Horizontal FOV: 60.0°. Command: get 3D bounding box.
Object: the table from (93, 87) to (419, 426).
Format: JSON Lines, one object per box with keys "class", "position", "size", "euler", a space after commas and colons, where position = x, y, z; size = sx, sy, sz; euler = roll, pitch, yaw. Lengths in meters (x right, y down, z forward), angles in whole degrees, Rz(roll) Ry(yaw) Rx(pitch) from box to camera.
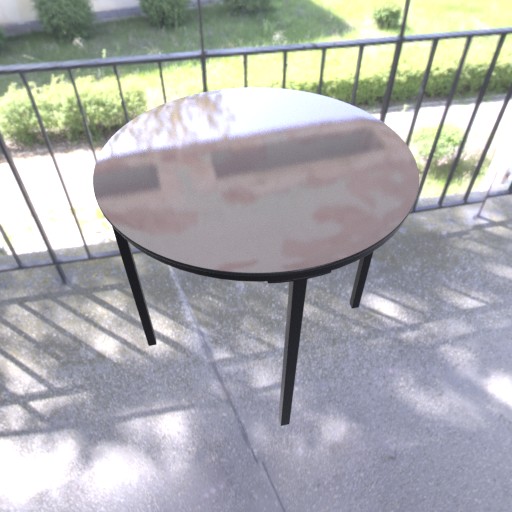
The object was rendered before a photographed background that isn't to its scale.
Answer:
{"class": "table", "position": [0.000, 0.000, 0.855], "size": [0.499, 0.443, 0.499], "euler": [0, 45, 0]}
